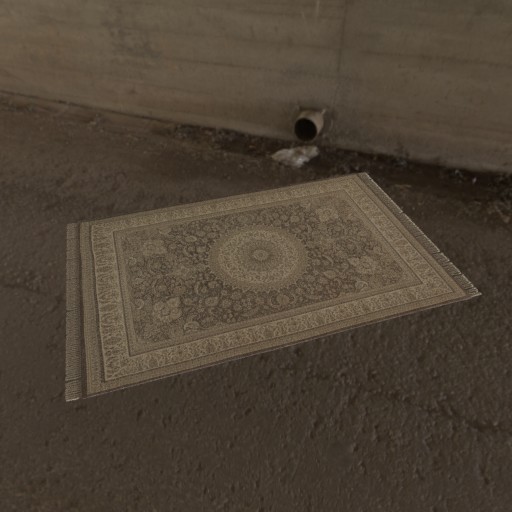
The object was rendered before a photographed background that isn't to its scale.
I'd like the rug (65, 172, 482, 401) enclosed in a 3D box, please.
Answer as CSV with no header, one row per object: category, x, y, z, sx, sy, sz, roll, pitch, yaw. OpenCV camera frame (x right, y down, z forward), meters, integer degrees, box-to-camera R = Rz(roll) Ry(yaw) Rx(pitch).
rug,0.000,0.000,2.993,2.440,0.010,1.528,-12,43,-13
